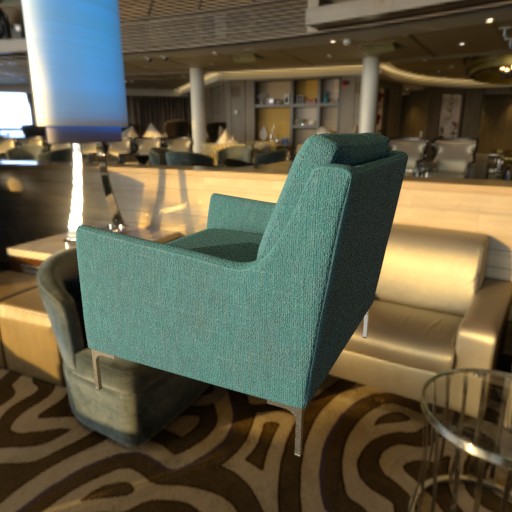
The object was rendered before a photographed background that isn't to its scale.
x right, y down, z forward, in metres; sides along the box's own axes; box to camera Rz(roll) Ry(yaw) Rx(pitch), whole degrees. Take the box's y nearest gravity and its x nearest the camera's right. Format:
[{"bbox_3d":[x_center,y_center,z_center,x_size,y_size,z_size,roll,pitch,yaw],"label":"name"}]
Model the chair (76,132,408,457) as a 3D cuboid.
[{"bbox_3d":[0.000,0.000,1.543,0.849,0.828,0.847,8,18,25],"label":"chair"}]
